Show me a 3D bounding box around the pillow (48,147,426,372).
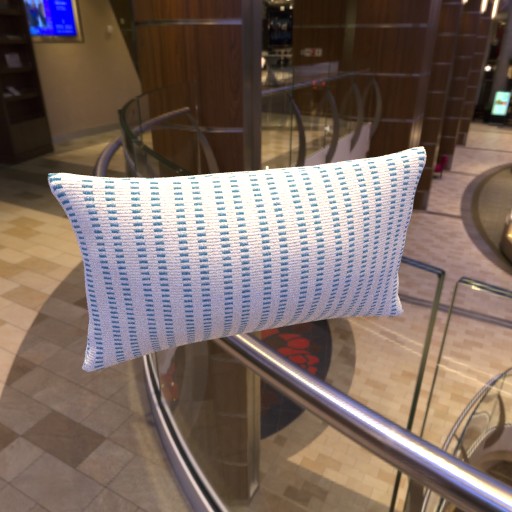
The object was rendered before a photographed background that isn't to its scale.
[{"bbox_3d":[0.000,0.000,0.795,0.640,0.353,0.210,-8,27,-15],"label":"pillow"}]
